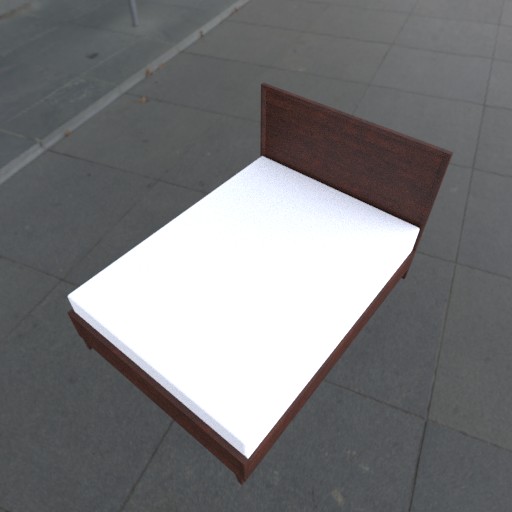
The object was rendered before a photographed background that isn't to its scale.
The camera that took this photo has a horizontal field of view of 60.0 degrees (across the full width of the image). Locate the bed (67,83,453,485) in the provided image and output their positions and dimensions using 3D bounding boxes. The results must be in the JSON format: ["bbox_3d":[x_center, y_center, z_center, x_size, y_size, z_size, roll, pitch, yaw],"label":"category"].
[{"bbox_3d":[0.000,0.000,3.163,1.600,1.270,2.184,30,54,26],"label":"bed"}]
